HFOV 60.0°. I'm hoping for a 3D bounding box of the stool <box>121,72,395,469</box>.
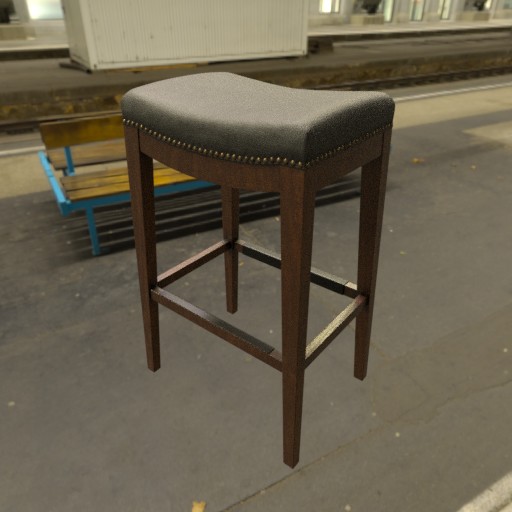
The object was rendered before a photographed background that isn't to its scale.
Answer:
[{"bbox_3d":[0.000,0.000,1.055,0.500,0.765,0.361,22,37,32],"label":"stool"}]
